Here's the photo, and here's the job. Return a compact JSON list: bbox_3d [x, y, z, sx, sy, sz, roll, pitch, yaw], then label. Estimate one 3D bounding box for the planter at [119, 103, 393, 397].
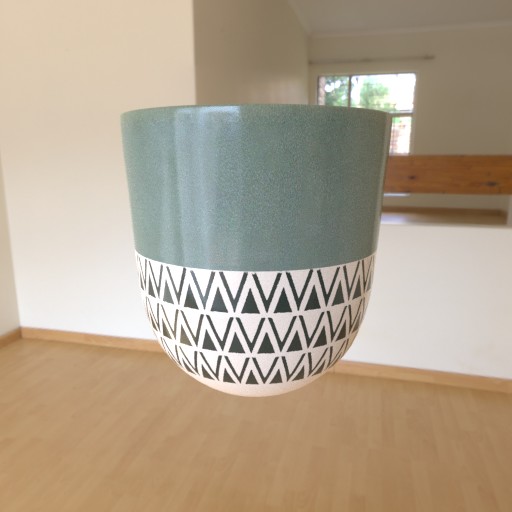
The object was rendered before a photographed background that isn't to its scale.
[{"bbox_3d":[0.000,0.000,0.359,0.198,0.214,0.198,0,13,0],"label":"planter"}]
